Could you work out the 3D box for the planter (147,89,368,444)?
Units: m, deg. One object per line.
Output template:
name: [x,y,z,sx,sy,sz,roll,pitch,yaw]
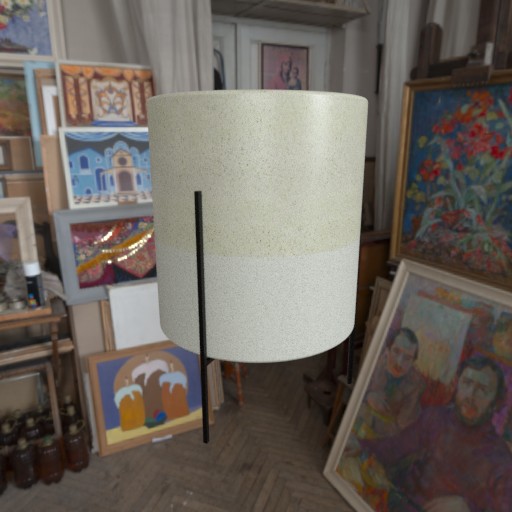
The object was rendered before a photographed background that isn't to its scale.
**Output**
planter: [0.000,0.000,0.724,0.324,0.483,0.333,7,17,25]
